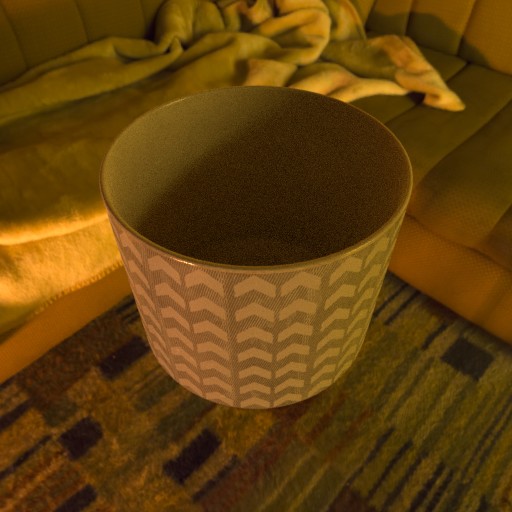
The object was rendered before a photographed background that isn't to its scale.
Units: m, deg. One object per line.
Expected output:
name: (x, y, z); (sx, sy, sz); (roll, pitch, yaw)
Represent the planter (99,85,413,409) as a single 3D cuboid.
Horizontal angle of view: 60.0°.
planter: (0.000, 0.000, 0.449); (0.250, 0.239, 0.250); (0, 47, 0)
